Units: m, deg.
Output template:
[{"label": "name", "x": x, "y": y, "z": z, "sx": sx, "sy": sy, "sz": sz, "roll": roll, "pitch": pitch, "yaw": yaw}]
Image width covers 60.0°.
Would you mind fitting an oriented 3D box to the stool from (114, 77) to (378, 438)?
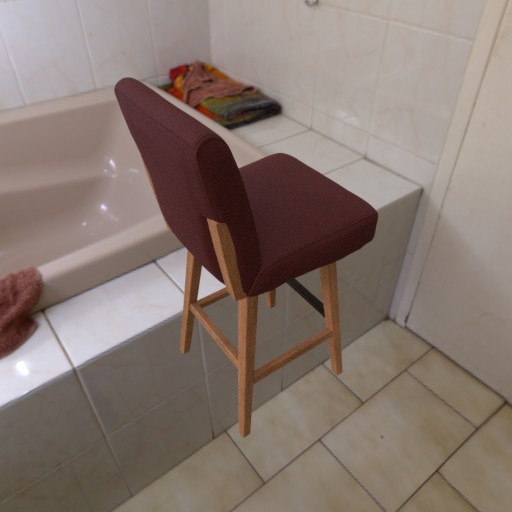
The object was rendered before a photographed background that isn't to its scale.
[{"label": "stool", "x": 0.000, "y": 0.000, "z": 1.386, "sx": 0.562, "sy": 1.093, "sz": 0.468, "roll": -24, "pitch": 46, "yaw": -26}]
